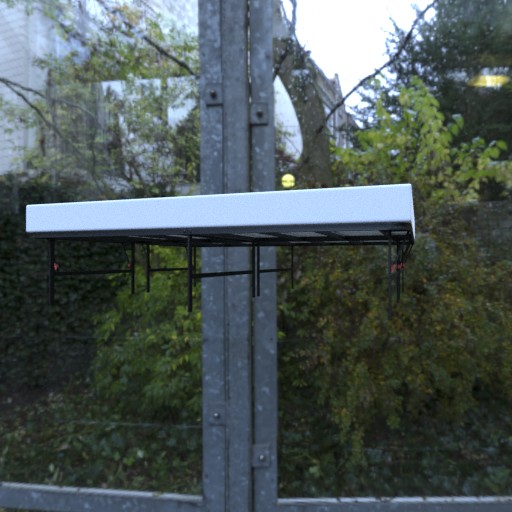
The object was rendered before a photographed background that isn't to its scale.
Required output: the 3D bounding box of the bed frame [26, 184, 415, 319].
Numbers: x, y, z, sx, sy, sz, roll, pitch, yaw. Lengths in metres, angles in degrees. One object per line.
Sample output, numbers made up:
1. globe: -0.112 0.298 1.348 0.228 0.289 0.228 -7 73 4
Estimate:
1. bed frame: 0.000 0.000 3.031 2.032 0.559 1.930 0 -1 20
